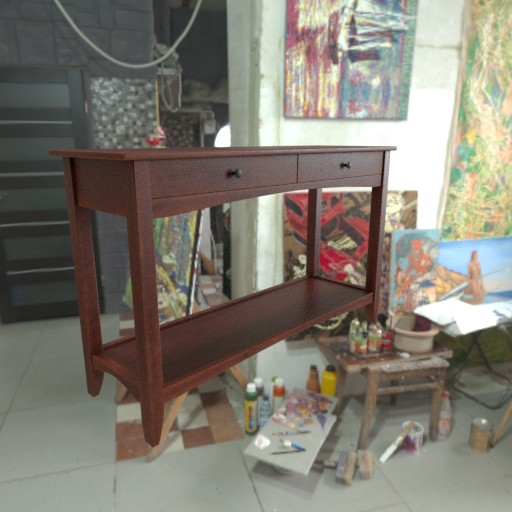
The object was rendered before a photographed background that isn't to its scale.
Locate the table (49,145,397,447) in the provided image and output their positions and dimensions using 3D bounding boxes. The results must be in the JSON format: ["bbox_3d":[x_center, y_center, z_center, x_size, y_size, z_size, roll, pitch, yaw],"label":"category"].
[{"bbox_3d":[0.000,0.000,1.556,0.392,0.739,1.188,14,20,43],"label":"table"}]
